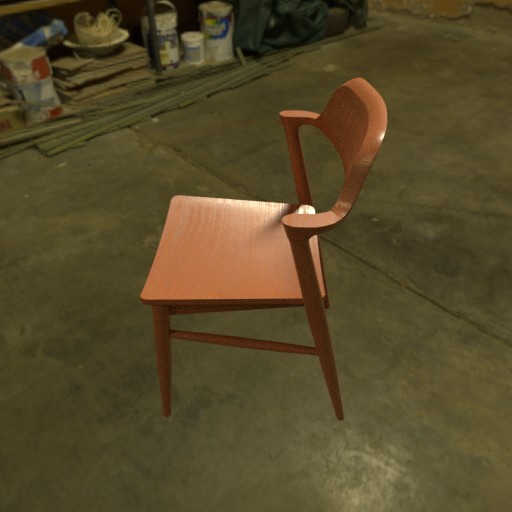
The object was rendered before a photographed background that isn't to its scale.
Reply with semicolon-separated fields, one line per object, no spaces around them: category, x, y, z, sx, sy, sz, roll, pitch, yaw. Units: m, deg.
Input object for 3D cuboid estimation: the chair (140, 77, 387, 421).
chair;0.000;0.000;1.122;0.499;0.801;0.496;1;40;1
